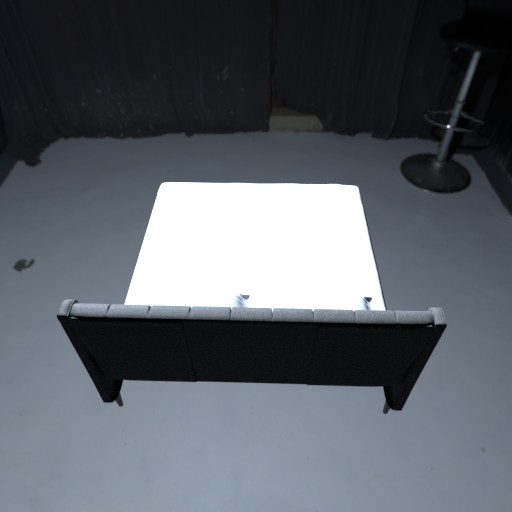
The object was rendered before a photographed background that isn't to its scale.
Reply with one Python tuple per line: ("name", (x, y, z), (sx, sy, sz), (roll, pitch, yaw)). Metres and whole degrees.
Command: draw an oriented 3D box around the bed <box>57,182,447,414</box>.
("bed", (0.000, 0.000, 2.625), (1.531, 0.933, 1.638), (1, 45, 1))
